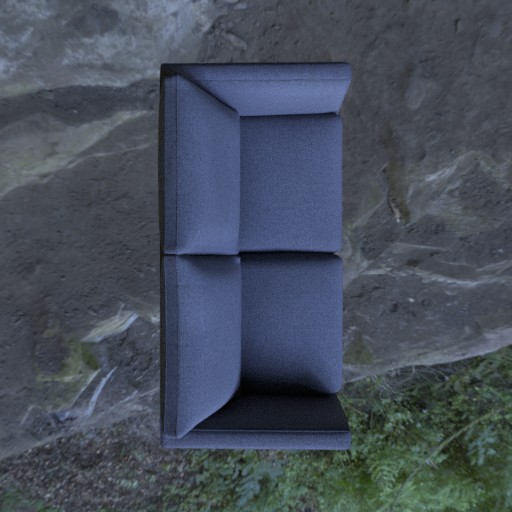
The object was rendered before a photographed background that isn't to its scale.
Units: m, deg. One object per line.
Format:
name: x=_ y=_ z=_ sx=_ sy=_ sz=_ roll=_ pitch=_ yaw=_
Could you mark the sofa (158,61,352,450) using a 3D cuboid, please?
sofa: x=0.000 y=0.000 z=2.043 sx=0.803 sy=0.924 sz=1.594 roll=0 pitch=90 yaw=1
